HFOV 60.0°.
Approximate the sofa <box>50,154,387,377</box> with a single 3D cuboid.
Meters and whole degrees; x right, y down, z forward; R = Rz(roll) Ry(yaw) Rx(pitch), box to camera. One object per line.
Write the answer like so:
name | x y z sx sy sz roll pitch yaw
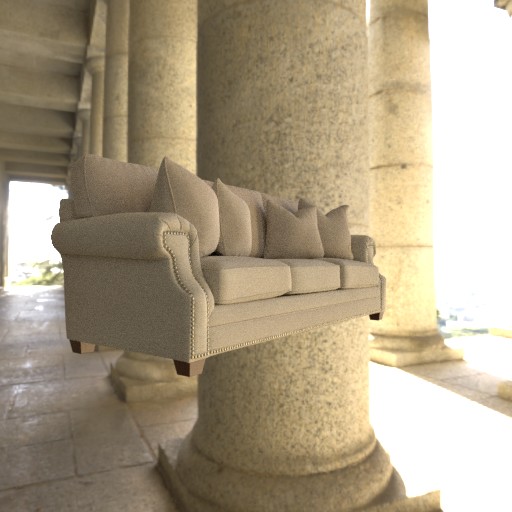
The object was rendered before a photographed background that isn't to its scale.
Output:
sofa | 0.000 0.000 2.852 0.965 0.975 2.312 0 -1 36
